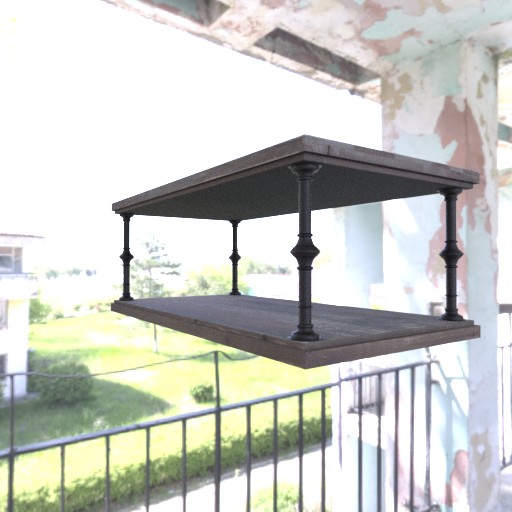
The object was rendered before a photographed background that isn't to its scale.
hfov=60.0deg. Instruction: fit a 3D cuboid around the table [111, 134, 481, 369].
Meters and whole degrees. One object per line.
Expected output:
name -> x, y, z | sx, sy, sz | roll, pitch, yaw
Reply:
table -> 0.000, 0.000, 1.353 | 0.554, 0.399, 1.088 | 1, -1, -35
